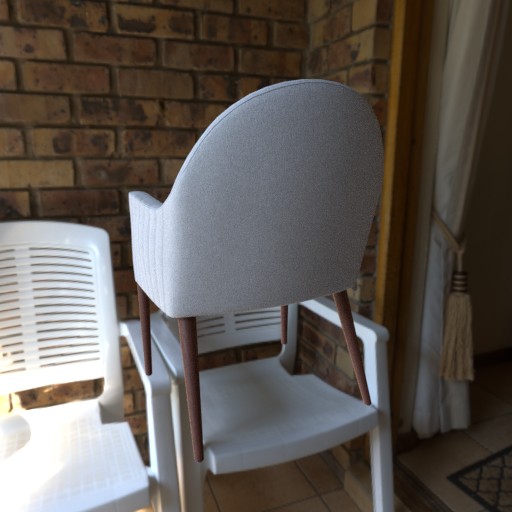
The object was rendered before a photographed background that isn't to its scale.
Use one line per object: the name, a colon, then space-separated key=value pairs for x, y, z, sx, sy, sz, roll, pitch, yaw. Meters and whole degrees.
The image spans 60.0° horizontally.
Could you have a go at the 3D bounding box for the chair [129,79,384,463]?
chair: x=0.000 y=0.000 z=1.292 sx=0.610 sy=0.889 sz=0.620 roll=-7 pitch=15 yaw=-27
